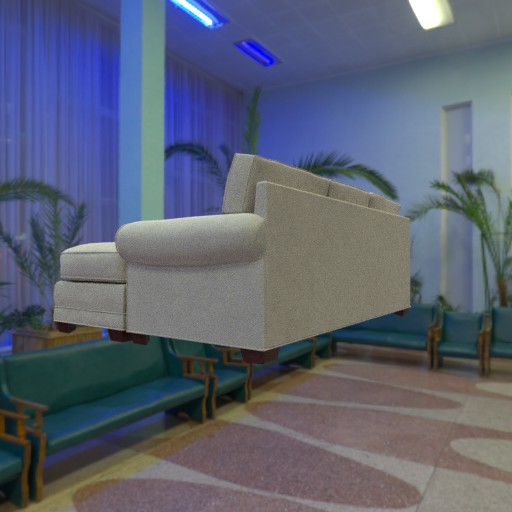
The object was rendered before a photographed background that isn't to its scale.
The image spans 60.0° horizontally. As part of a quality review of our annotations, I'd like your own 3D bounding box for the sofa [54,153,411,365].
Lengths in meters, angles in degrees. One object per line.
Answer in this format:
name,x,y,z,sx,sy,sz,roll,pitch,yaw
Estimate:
sofa,0.000,0.000,2.459,1.226,0.734,1.770,0,-1,35
